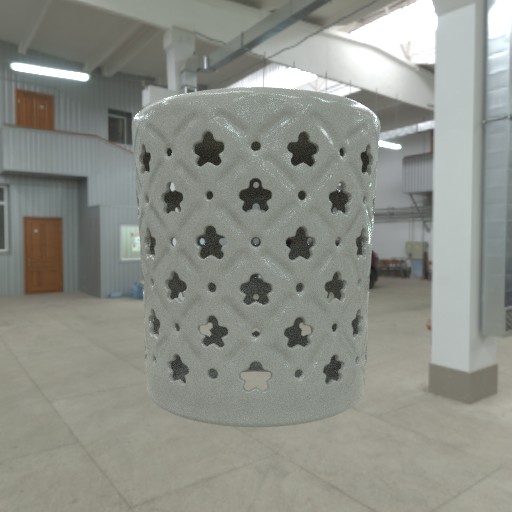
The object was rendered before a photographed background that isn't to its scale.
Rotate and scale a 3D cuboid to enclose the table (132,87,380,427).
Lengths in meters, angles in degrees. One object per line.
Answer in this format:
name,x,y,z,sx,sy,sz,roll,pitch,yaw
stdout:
table,0.000,0.000,0.657,0.352,0.387,0.352,0,2,0
